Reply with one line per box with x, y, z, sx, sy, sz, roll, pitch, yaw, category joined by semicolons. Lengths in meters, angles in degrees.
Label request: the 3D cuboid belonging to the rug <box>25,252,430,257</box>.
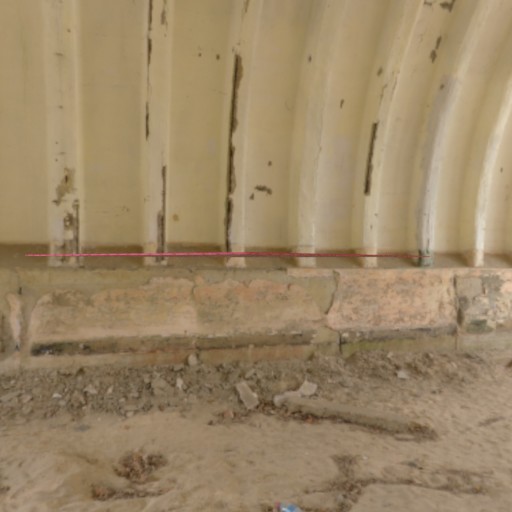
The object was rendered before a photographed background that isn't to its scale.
0.000;0.000;4.342;2.389;0.011;3.306;0;0;37;rug
